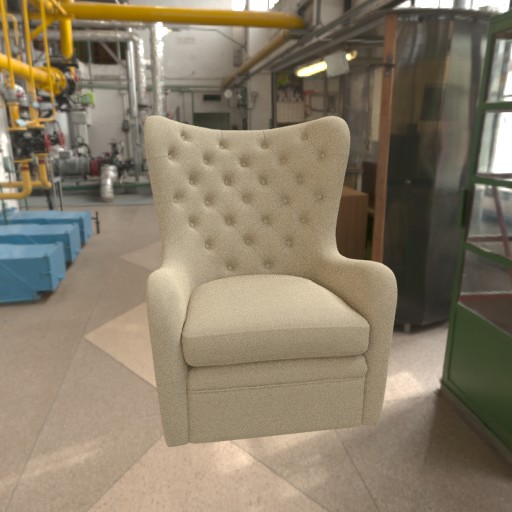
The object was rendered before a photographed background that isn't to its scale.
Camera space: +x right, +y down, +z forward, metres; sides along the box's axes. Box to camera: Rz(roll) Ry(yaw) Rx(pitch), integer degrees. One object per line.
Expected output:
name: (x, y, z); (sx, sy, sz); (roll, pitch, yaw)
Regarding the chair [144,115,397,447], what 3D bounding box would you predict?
chair: (0.000, 0.000, 1.775); (0.831, 1.079, 0.929); (-3, 17, -9)
